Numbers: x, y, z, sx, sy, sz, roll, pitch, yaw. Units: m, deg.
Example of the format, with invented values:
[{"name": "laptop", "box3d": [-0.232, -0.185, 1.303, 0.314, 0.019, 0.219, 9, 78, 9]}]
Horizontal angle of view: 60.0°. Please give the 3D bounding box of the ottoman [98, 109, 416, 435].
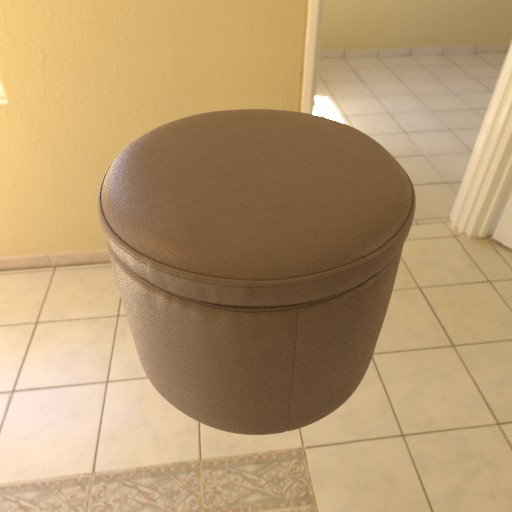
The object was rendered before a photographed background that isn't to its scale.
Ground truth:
[{"name": "ottoman", "box3d": [0.000, 0.000, 0.823, 0.500, 0.409, 0.500, 0, 41, 0]}]
